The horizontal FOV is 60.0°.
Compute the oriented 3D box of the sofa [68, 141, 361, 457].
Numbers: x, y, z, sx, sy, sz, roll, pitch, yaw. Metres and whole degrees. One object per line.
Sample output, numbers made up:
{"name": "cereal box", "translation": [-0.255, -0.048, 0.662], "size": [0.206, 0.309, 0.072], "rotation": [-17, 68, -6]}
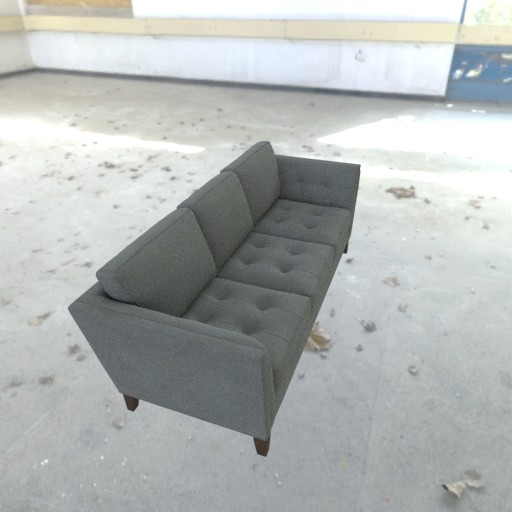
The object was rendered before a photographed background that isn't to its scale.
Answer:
{"name": "sofa", "translation": [0.000, 0.000, 2.999], "size": [0.965, 0.940, 2.387], "rotation": [11, 33, 18]}
